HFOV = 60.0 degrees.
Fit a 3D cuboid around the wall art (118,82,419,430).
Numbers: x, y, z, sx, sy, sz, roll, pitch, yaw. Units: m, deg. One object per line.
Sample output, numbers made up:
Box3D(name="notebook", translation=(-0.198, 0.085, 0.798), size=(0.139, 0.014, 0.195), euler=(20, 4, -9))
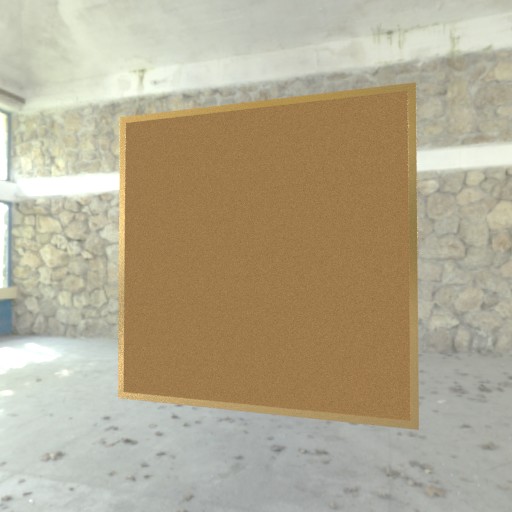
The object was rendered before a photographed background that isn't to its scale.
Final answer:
Box3D(name="wall art", translation=(0.000, 0.000, 0.745), size=(0.509, 0.509, 0.040), euler=(0, -1, 18))
